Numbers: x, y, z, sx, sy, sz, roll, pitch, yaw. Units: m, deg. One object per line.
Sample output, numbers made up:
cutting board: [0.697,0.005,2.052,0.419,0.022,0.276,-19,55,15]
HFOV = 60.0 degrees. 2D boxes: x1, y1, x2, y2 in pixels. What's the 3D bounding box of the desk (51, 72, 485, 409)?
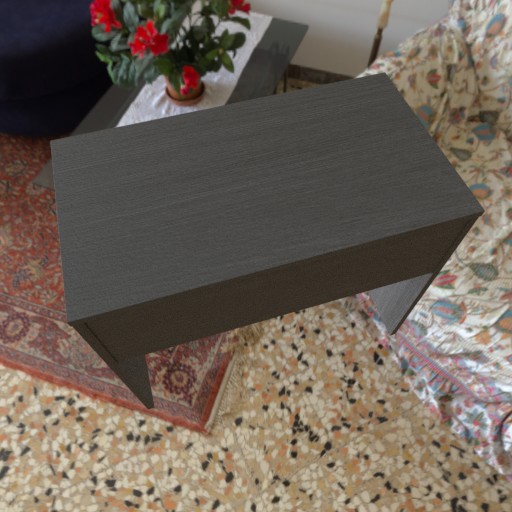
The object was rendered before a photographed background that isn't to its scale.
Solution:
desk: [0.000,0.000,1.330,0.893,0.724,0.498,-15,60,-9]
